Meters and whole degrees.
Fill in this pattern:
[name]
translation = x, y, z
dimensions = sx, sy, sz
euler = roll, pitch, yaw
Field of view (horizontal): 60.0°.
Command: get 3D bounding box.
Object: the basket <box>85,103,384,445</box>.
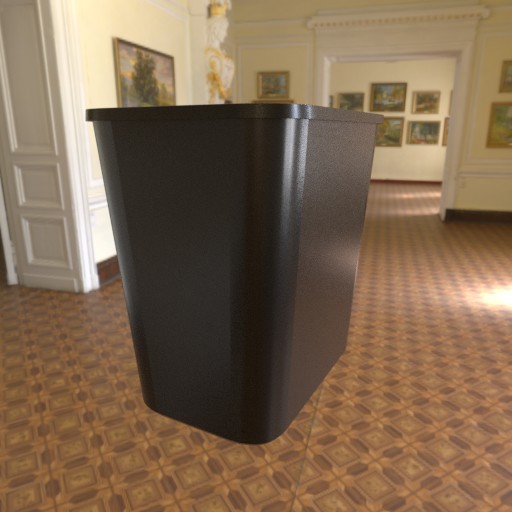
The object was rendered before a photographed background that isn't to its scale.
[basket]
translation = 0.000, 0.000, 0.500
dimensions = 0.211, 0.307, 0.300
euler = 8, 18, 27
